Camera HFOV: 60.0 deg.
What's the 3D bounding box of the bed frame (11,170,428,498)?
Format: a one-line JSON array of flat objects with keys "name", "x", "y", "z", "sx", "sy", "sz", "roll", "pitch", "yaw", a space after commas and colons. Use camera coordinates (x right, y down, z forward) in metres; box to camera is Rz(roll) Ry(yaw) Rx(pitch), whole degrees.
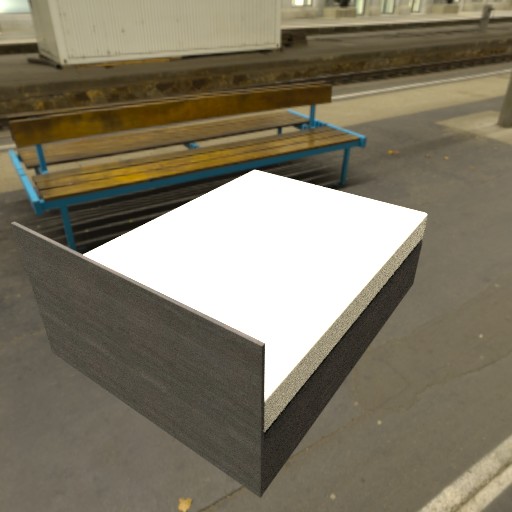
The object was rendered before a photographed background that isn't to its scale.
[{"name": "bed frame", "x": 0.000, "y": 0.000, "z": 2.548, "sx": 1.400, "sy": 0.800, "sz": 1.900, "roll": 20, "pitch": 37, "yaw": 30}]
